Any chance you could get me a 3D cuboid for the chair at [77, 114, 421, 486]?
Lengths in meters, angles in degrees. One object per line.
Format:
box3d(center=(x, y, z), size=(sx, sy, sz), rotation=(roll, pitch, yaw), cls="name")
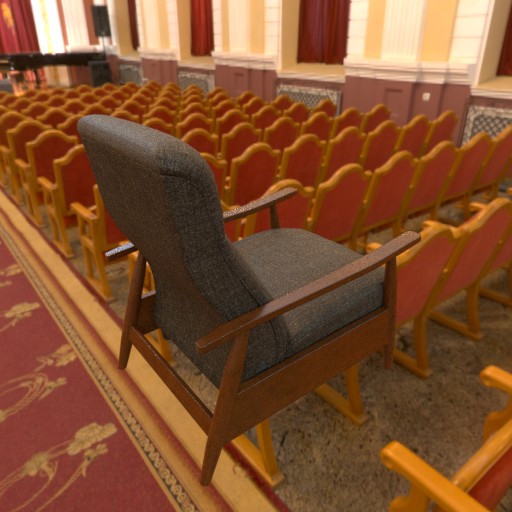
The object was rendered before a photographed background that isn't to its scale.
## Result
box3d(center=(0.000, 0.000, 1.712), size=(1.014, 1.082, 0.762), rotation=(-18, 32, -33), cls="chair")
